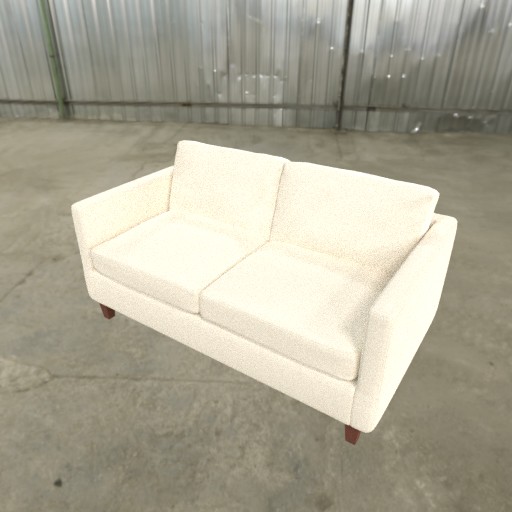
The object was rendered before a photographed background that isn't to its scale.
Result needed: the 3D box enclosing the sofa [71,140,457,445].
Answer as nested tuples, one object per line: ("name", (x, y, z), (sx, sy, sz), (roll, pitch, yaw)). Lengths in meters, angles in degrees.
("sofa", (0.000, 0.000, 2.283), (1.702, 0.888, 0.964), (18, 34, 29))
